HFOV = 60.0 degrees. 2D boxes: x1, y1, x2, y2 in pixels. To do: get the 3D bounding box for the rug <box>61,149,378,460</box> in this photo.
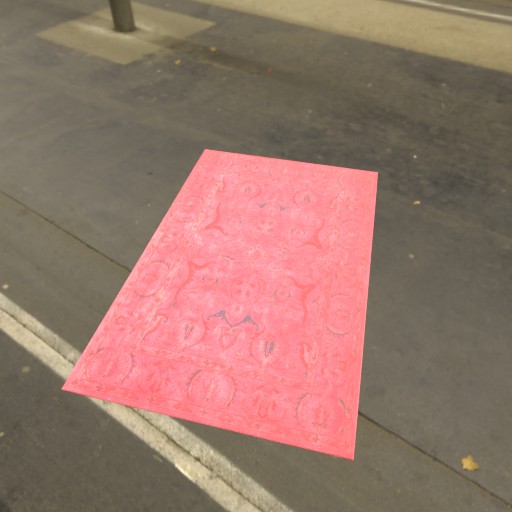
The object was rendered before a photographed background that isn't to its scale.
[{"bbox_3d":[0.000,0.000,3.047,1.534,0.010,2.423,10,46,10],"label":"rug"}]
